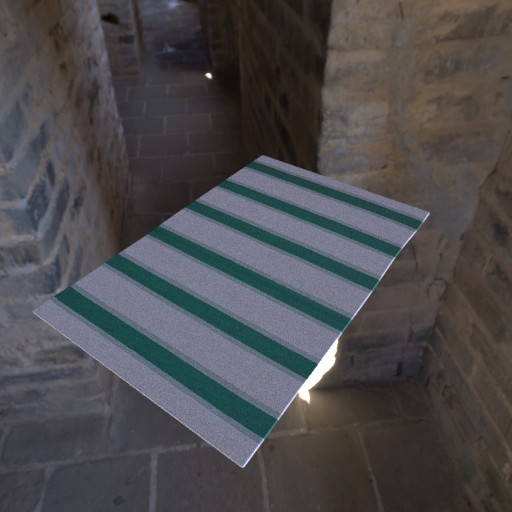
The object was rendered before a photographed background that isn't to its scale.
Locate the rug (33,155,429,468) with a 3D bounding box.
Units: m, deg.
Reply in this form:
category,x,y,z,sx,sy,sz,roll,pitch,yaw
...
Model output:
category,x,y,z,sx,sy,sz,roll,pitch,yaw
rug,0.000,0.000,2.322,1.210,0.012,1.829,25,47,26
